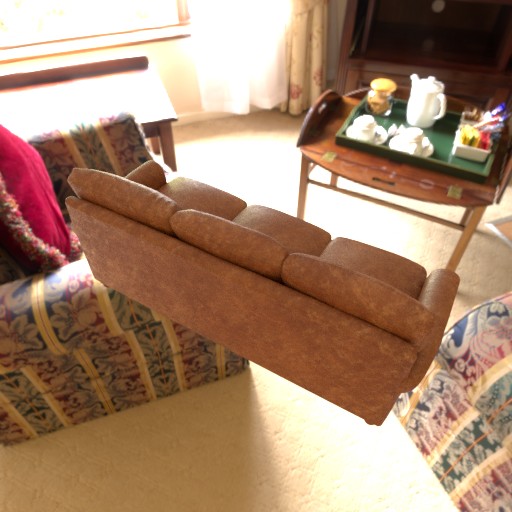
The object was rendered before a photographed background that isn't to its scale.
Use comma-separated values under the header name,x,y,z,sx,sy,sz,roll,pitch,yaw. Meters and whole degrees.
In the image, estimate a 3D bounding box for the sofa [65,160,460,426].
name,x,y,z,sx,sy,sz,roll,pitch,yaw
sofa,0.000,0.000,2.823,2.351,0.977,0.973,23,50,21
